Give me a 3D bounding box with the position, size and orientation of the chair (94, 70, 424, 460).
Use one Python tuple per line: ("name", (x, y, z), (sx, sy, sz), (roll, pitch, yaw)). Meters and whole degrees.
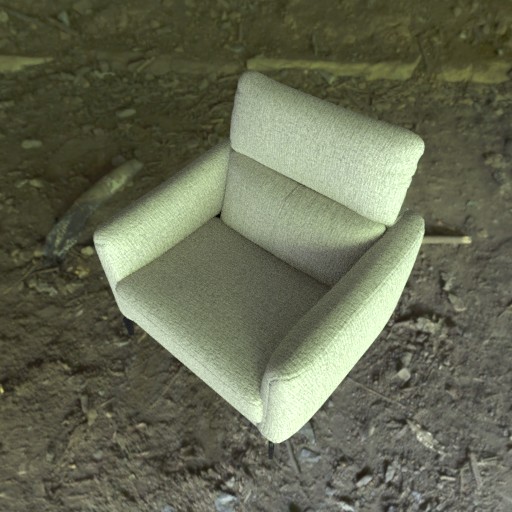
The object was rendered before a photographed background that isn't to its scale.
("chair", (0.000, 0.000, 1.656), (0.972, 0.967, 0.835), (32, 54, 27))
